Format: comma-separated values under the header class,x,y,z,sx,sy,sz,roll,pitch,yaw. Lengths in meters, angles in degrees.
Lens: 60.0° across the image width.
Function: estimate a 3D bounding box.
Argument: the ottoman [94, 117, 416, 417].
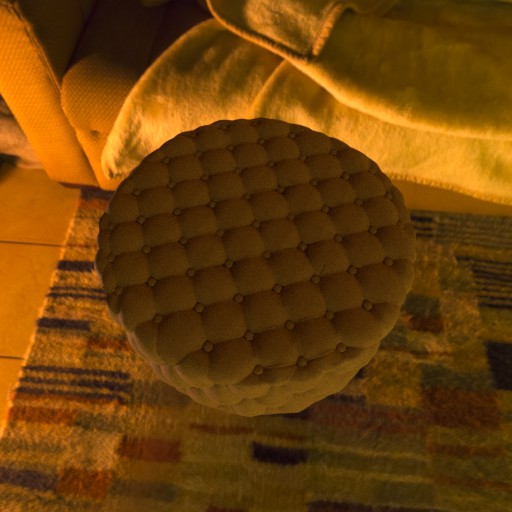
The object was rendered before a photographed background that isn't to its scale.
class,x,y,z,sx,sy,sz,roll,pitch,yaw
ottoman,0.000,0.000,1.506,0.998,0.399,0.998,0,58,0
